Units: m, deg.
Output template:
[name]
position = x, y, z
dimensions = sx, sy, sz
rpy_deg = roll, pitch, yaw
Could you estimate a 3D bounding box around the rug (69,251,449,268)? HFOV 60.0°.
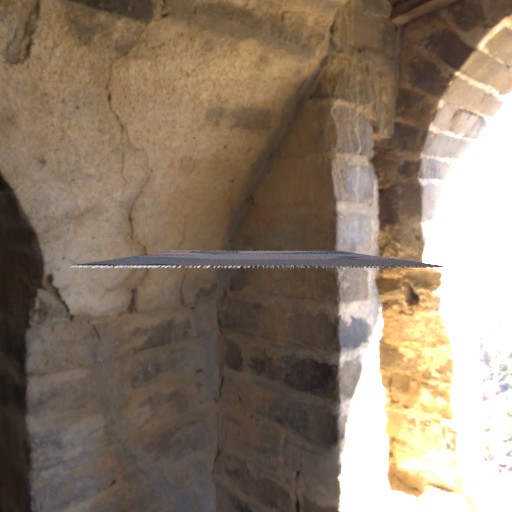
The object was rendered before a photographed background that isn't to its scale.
[rug]
position = 0.000, 0.000, 2.301
dimensions = 1.220, 0.005, 1.828
rpy_deg = 0, 2, 0
